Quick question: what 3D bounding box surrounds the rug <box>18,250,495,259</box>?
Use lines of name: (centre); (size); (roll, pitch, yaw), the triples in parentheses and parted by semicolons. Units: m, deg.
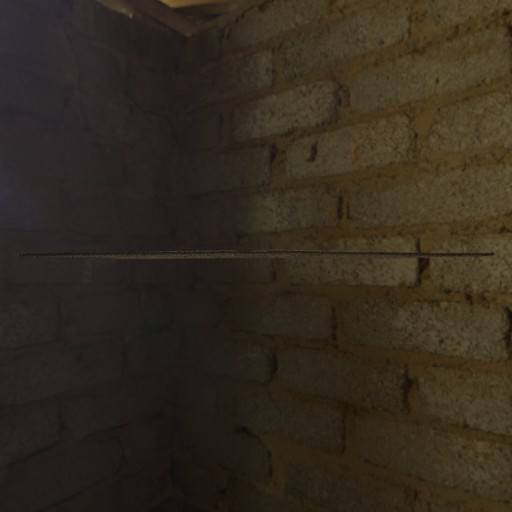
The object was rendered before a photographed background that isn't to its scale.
rug: (0.000, 0.000, 4.161); (3.202, 0.045, 2.434); (0, -1, 0)
